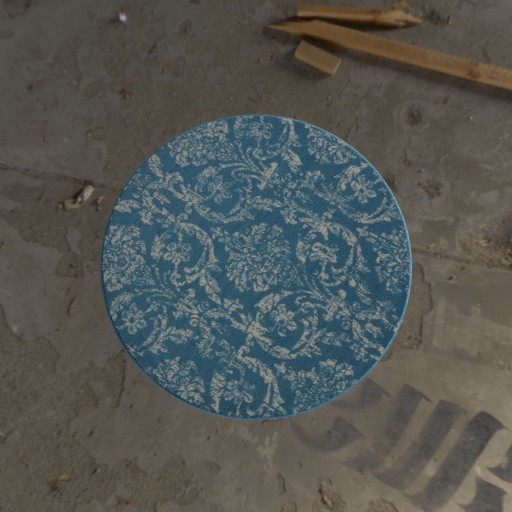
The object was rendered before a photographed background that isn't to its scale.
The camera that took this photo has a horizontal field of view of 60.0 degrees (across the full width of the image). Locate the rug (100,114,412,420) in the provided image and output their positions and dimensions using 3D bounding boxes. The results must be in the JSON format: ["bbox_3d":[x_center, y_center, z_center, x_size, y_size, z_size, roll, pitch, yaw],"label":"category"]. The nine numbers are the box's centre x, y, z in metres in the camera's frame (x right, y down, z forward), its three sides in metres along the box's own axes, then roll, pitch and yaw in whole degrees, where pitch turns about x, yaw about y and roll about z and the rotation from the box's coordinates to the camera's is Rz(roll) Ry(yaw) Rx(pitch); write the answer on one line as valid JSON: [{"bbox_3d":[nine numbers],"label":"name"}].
[{"bbox_3d":[0.000,0.000,2.272,1.593,0.012,1.593,0,78,0],"label":"rug"}]
